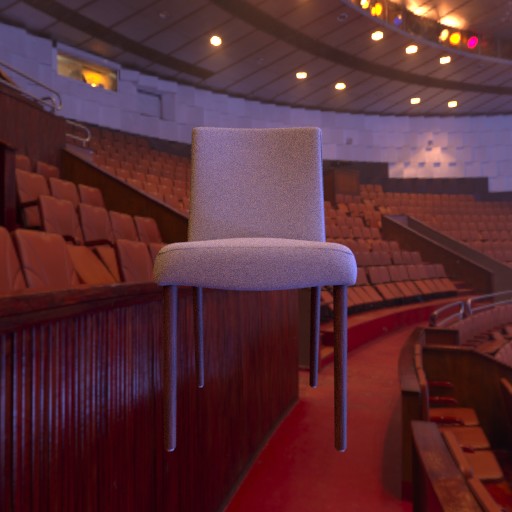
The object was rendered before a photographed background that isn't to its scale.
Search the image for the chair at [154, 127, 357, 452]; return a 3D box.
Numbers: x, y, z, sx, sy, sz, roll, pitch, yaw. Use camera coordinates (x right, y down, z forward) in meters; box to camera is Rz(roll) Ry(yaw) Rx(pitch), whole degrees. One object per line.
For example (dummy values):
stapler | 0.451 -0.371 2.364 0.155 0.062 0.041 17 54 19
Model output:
chair | 0.000 0.000 1.215 0.456 0.859 0.570 0 -1 0
